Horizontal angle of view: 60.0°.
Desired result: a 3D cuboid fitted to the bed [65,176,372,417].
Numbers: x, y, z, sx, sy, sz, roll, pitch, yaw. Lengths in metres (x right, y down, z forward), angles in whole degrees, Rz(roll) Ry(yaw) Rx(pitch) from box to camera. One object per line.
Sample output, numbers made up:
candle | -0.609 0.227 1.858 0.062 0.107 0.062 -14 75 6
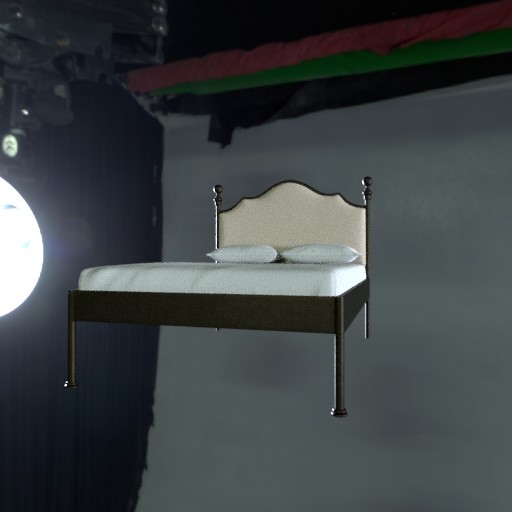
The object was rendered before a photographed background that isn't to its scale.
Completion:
bed | 0.000 0.000 3.208 1.533 1.462 2.170 0 -1 17
